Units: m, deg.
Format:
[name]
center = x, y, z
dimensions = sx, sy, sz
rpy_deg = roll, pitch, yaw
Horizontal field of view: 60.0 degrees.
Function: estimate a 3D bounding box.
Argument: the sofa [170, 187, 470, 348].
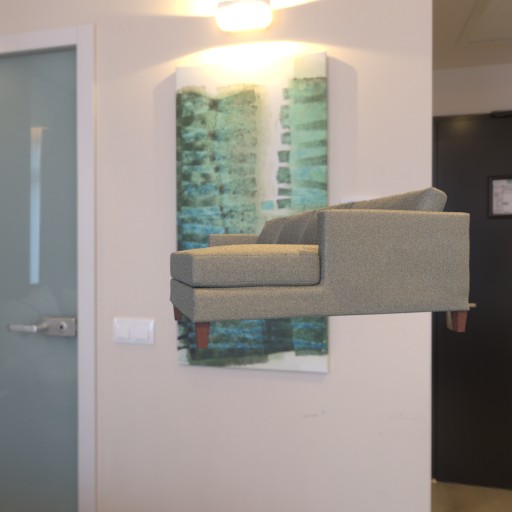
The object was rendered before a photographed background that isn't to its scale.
[sofa]
center = 0.000, 0.000, 3.822
dimensions = 1.625, 0.861, 3.186
rpy_deg = 0, 0, -17
